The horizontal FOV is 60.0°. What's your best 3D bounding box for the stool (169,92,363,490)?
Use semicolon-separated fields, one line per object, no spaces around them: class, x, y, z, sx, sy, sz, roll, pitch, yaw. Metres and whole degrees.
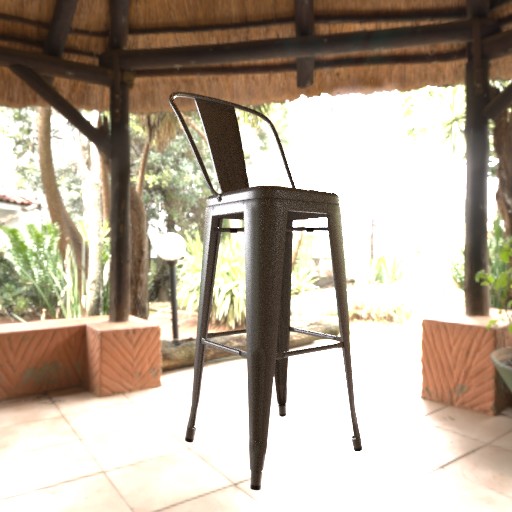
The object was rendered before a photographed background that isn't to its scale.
stool;0.000;0.000;1.338;0.399;1.096;0.513;0;0;-36
